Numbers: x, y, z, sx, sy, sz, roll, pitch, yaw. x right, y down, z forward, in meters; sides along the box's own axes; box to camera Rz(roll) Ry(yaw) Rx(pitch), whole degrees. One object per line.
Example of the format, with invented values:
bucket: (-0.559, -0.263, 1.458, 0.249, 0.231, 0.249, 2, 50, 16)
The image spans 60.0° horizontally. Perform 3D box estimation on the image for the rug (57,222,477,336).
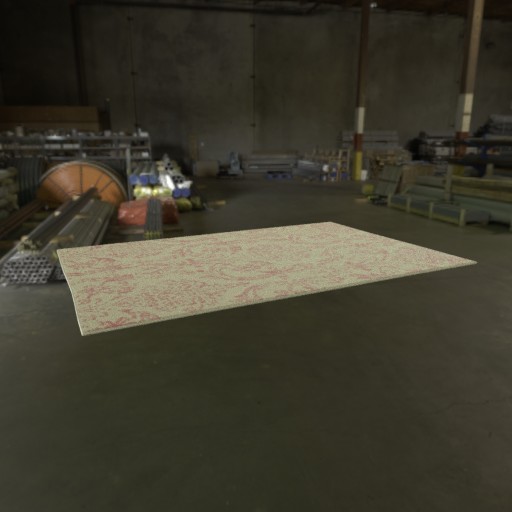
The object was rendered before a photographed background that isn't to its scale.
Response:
rug: (0.000, 0.000, 2.315, 1.839, 0.012, 1.219, -7, 17, -26)
